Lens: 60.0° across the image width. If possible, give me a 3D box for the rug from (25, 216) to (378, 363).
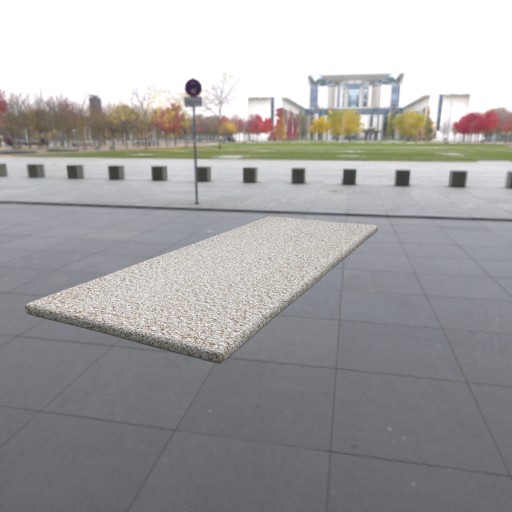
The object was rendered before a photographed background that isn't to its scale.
[{"bbox_3d":[0.000,0.000,1.693,0.609,0.030,1.524,7,17,26],"label":"rug"}]
